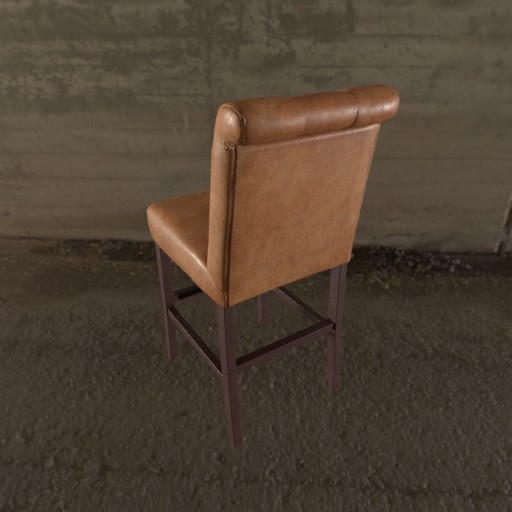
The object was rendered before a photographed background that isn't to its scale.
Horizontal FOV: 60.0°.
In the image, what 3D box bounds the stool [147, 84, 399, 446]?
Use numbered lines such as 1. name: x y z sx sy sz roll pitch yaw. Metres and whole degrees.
1. stool: 0.000 0.000 1.399 0.493 1.047 0.601 -18 34 -29
